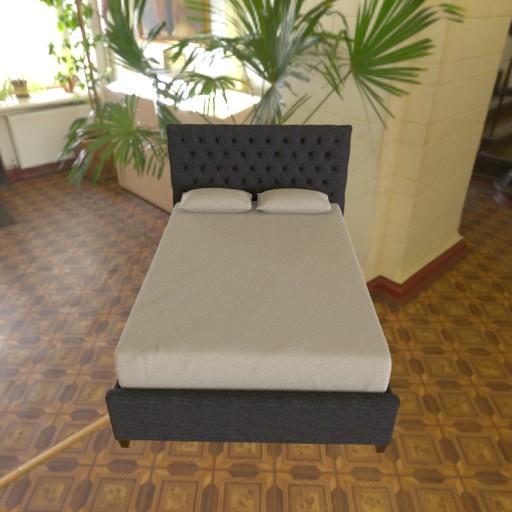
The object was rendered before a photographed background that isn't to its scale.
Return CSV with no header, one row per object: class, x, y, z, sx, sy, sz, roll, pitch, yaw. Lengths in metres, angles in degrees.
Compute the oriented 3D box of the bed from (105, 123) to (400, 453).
bed,0.000,0.000,3.382,1.698,1.427,2.387,1,30,1
